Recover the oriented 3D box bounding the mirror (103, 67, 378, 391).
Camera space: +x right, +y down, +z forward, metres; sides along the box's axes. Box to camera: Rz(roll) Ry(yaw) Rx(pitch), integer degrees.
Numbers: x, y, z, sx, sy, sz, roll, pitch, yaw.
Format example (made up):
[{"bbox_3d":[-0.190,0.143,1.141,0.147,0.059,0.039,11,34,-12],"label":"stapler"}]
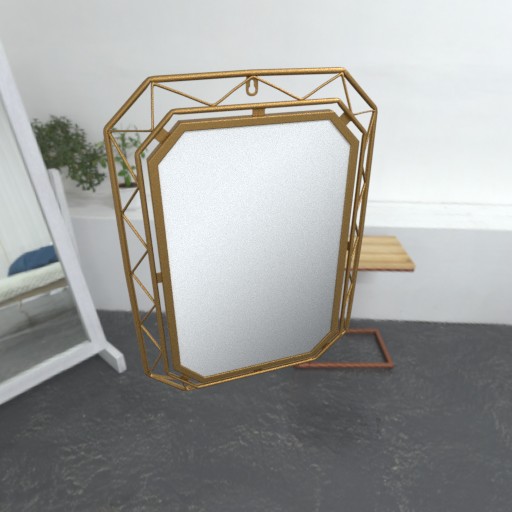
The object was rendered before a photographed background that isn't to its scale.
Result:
[{"bbox_3d":[0.000,0.000,0.728,0.417,0.566,0.042,-9,31,-16],"label":"mirror"}]
